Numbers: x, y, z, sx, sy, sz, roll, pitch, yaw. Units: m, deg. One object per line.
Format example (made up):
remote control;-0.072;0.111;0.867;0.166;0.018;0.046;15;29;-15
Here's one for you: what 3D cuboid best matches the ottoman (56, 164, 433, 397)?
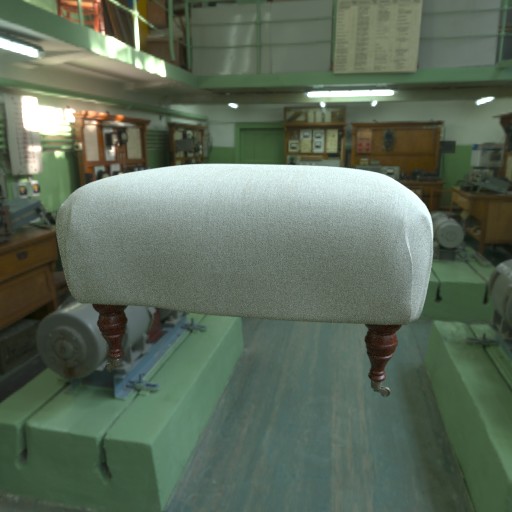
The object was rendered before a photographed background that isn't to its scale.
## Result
ottoman;0.000;0.000;1.115;0.747;0.450;0.622;2;14;10
